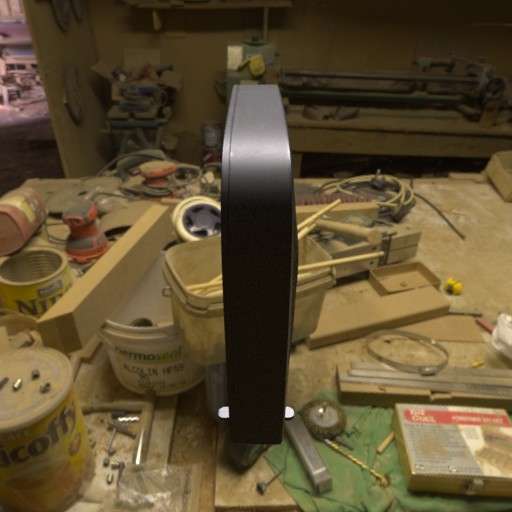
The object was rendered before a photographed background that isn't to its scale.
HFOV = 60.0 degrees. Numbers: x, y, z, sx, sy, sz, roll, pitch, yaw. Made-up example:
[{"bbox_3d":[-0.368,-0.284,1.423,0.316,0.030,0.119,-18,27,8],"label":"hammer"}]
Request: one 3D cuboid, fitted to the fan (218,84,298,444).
[{"bbox_3d":[0.000,0.000,0.793,0.142,0.533,0.526,0,32,0],"label":"fan"}]
